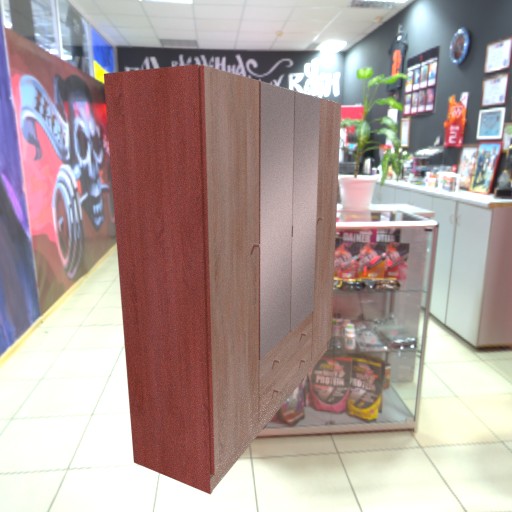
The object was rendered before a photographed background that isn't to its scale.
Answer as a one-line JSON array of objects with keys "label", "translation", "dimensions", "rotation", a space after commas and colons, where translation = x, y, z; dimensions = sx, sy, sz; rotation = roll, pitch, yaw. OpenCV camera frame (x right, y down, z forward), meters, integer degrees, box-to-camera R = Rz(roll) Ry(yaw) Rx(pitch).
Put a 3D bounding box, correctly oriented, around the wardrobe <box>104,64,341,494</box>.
[{"label": "wardrobe", "translation": [0.000, 0.000, 3.095], "dimensions": [0.598, 2.159, 1.998], "rotation": [7, 16, 27]}]
